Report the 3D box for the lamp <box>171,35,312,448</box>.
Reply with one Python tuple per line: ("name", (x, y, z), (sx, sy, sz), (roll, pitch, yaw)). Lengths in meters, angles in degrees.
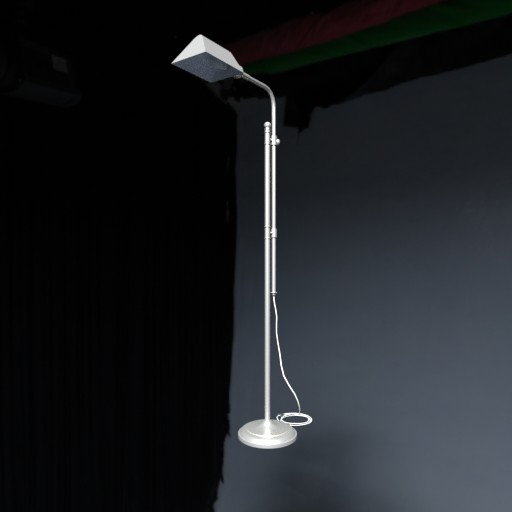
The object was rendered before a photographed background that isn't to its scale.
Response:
("lamp", (0.000, 0.000, 1.862), (0.256, 1.571, 0.813), (0, 0, 35))
